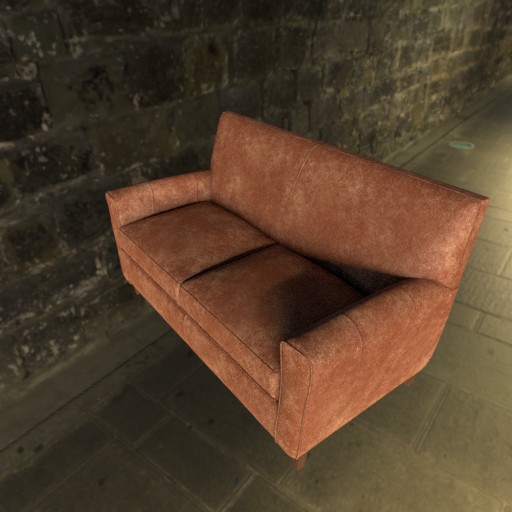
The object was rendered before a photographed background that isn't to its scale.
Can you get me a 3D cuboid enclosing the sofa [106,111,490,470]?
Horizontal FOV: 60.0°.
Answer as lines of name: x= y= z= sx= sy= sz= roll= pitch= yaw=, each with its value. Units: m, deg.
sofa: x=0.000 y=0.000 z=1.943 sx=0.787 sy=0.871 sz=1.473 roll=-22 pitch=37 yaw=-31
